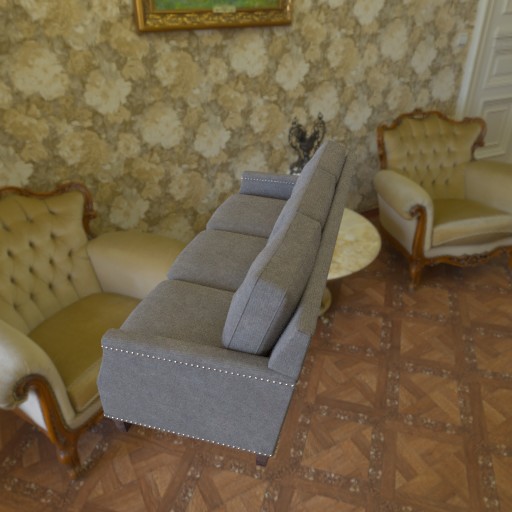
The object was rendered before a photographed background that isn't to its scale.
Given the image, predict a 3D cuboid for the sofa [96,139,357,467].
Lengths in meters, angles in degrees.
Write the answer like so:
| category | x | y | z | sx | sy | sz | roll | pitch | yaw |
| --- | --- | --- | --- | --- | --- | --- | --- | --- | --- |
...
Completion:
| category | x | y | z | sx | sy | sz | roll | pitch | yaw |
| --- | --- | --- | --- | --- | --- | --- | --- | --- | --- |
| sofa | 0.000 | 0.000 | 2.830 | 1.034 | 1.042 | 2.226 | 8 | 32 | 13 |
